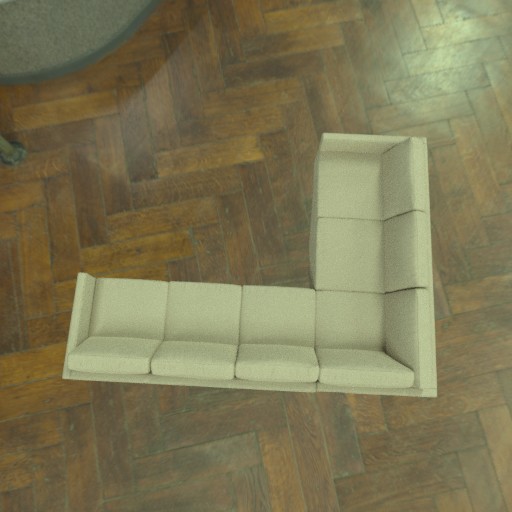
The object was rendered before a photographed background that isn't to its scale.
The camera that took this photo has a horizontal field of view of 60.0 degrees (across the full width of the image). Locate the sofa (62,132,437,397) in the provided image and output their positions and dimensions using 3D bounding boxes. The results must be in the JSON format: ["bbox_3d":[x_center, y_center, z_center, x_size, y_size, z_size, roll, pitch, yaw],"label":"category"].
[{"bbox_3d":[0.000,0.000,4.251,3.182,0.871,2.432,3,76,1],"label":"sofa"}]
